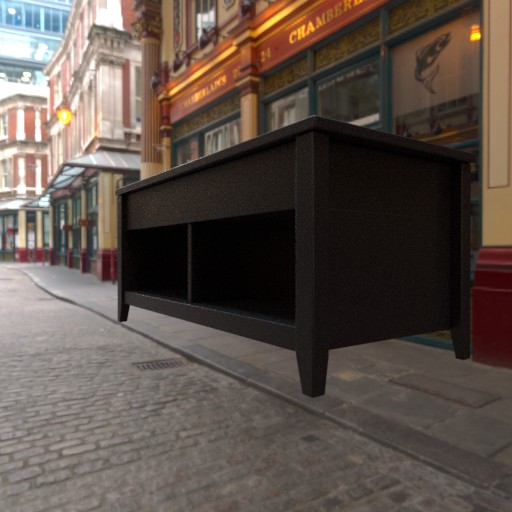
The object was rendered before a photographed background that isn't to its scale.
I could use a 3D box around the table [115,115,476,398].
[{"bbox_3d":[0.000,0.000,1.262,0.483,0.457,1.016,0,0,-35],"label":"table"}]
